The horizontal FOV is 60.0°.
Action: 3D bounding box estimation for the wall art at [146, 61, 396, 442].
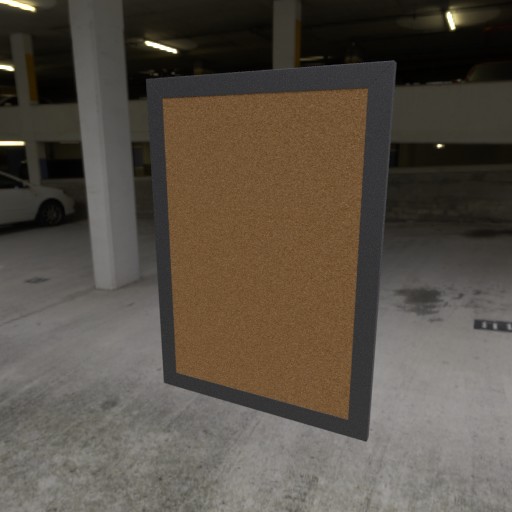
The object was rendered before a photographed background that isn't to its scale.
[{"bbox_3d":[0.000,0.000,0.689,0.380,0.534,0.013,7,16,25],"label":"wall art"}]
